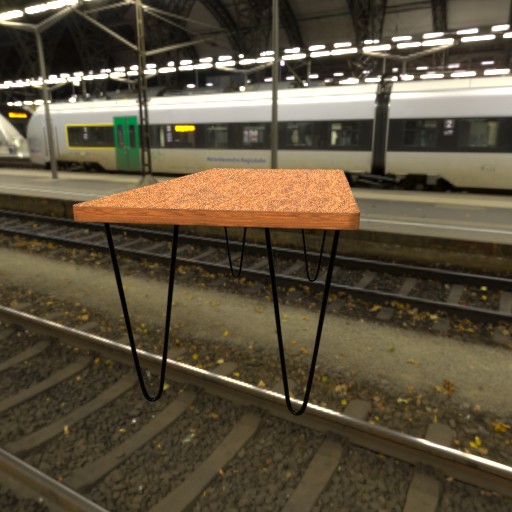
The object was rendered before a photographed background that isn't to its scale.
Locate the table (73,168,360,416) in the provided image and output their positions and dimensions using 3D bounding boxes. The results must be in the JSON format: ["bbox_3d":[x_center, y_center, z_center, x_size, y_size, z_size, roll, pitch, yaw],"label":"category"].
[{"bbox_3d":[0.000,0.000,2.256,0.883,0.753,1.791,2,15,9],"label":"table"}]
